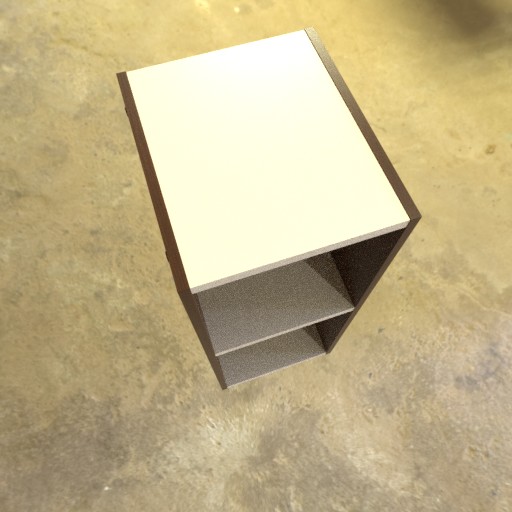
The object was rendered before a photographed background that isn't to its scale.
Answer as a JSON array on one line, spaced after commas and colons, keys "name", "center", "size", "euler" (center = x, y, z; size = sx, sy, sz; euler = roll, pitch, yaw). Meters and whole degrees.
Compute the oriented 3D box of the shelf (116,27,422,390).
[{"name": "shelf", "center": [0.000, 0.000, 0.752], "size": [0.253, 0.600, 0.290], "euler": [-17, 66, -8]}]
